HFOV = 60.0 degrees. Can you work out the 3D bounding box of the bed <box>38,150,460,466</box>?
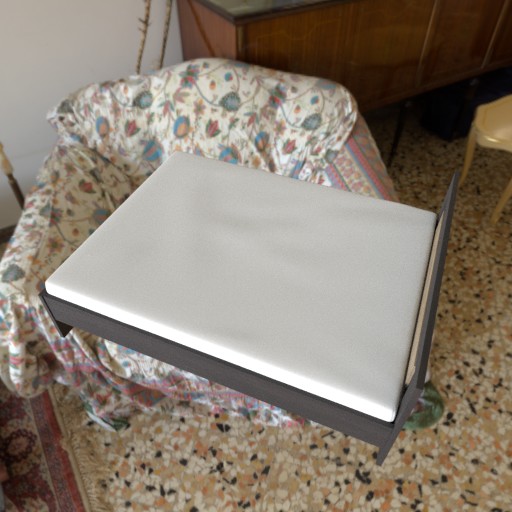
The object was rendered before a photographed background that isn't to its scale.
[{"bbox_3d":[0.000,0.000,2.803,2.073,0.823,1.585,17,48,16],"label":"bed"}]
